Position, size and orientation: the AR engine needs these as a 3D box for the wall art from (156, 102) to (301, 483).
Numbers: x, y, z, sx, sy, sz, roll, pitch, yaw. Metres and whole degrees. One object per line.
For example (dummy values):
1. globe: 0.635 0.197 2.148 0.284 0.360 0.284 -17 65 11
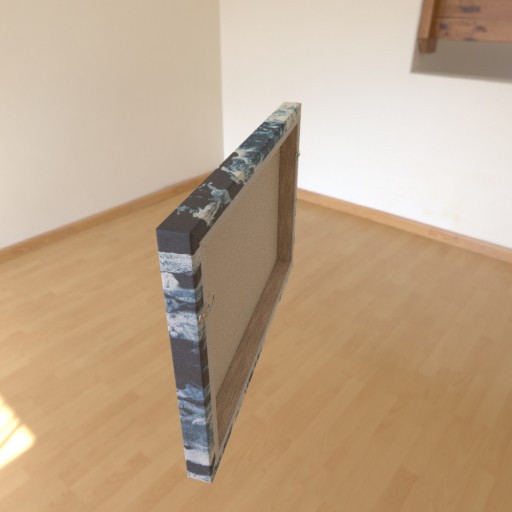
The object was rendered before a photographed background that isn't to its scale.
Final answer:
1. wall art: 0.000 0.000 0.787 0.043 0.407 0.609 8 32 13
